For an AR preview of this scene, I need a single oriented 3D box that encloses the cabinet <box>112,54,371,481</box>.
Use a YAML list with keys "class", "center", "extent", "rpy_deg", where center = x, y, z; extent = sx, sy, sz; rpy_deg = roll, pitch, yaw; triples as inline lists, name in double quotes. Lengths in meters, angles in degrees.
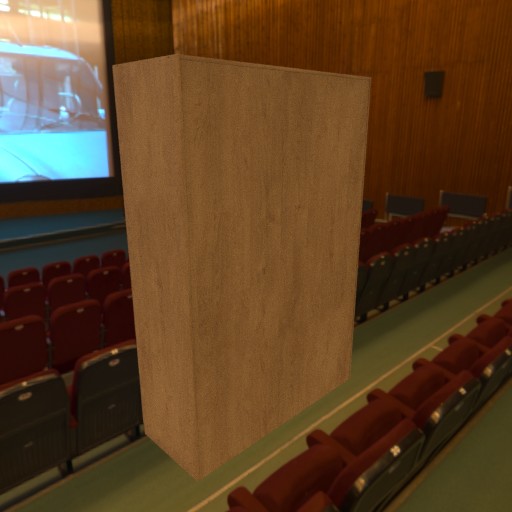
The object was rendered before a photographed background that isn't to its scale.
- class: "cabinet"
  center: [0.000, 0.000, 2.482]
  extent: [1.290, 1.910, 0.510]
  rpy_deg: [-16, 23, -42]
